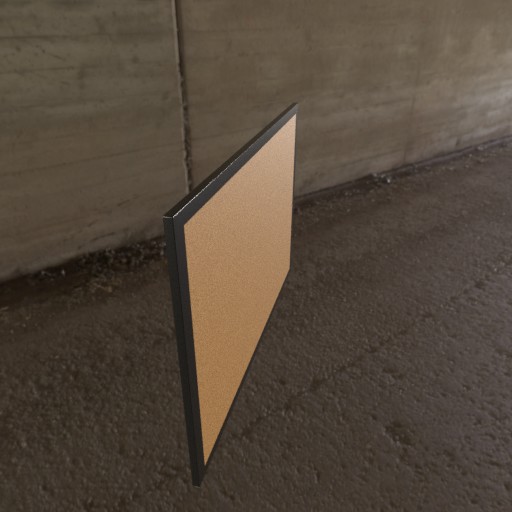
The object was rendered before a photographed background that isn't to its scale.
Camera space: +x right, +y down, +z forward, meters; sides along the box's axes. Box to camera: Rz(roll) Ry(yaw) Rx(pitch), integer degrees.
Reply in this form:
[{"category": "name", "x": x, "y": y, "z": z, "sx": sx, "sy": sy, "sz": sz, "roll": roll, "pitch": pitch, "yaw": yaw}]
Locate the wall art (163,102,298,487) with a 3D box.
[{"category": "wall art", "x": 0.000, "y": 0.000, "z": 1.040, "sx": 0.015, "sy": 0.552, "sz": 0.819, "roll": 8, "pitch": 30, "yaw": 14}]
